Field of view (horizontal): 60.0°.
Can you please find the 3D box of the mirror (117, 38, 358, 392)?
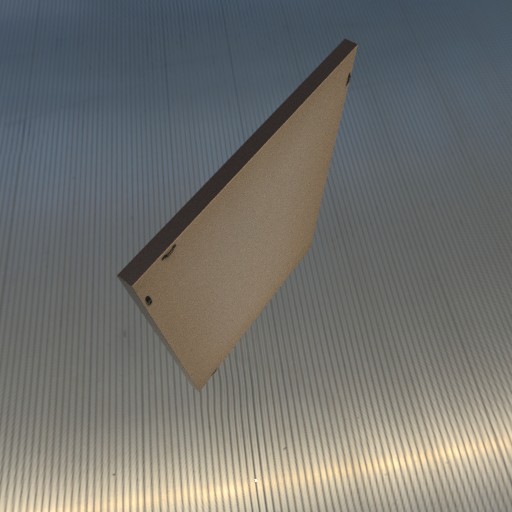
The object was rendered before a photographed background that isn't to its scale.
[{"bbox_3d":[0.000,0.000,1.355,0.041,1.016,0.762,33,68,16],"label":"mirror"}]
